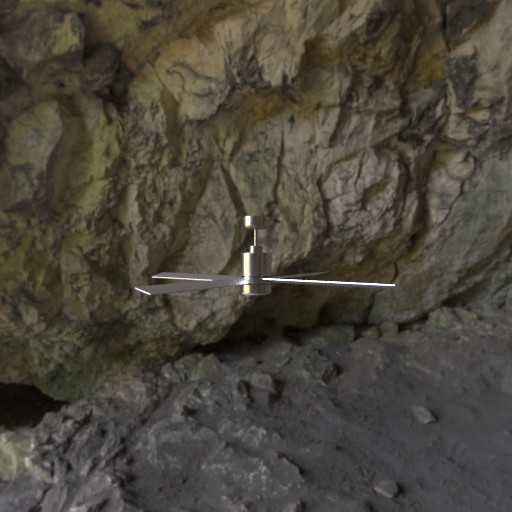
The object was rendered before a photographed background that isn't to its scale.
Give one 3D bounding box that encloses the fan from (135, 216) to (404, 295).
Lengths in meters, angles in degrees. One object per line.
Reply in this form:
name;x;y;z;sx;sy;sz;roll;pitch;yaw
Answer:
fan;0.000;0.000;2.023;1.322;0.355;1.322;1;1;36
